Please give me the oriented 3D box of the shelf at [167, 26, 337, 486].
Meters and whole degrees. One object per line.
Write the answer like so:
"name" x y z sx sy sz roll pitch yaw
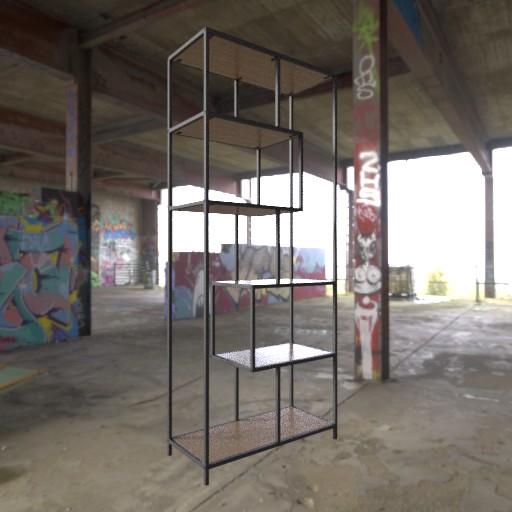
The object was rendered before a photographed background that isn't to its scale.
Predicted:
"shelf" 0.000 0.000 2.154 0.770 1.850 0.350 0 0 -37
